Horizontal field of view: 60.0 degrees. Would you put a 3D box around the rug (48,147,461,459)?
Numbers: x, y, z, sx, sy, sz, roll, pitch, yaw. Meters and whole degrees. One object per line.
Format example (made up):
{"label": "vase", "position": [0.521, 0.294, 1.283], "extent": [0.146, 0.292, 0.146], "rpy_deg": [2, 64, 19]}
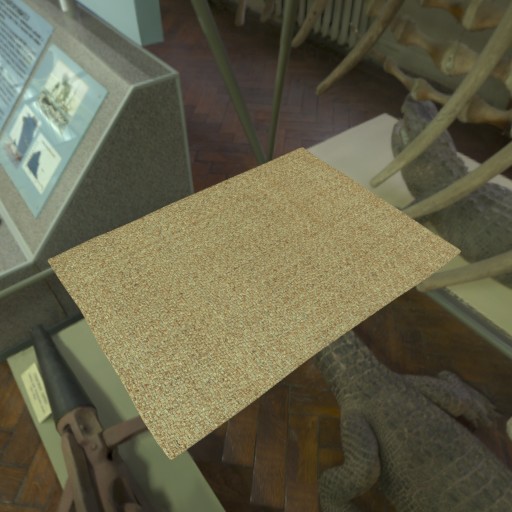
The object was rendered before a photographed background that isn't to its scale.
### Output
{"label": "rug", "position": [0.000, 0.000, 2.813], "extent": [2.141, 0.013, 1.566], "rpy_deg": [-29, 53, -25]}
